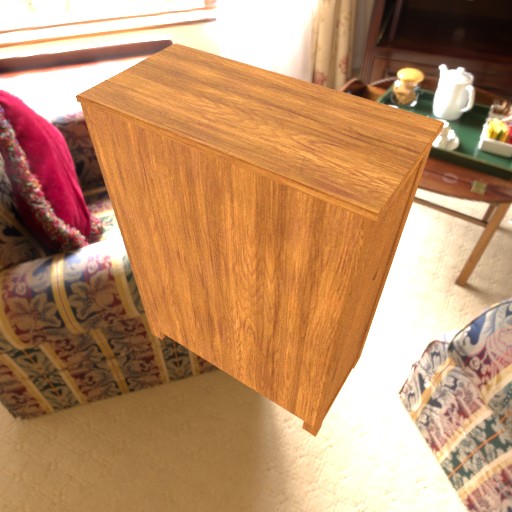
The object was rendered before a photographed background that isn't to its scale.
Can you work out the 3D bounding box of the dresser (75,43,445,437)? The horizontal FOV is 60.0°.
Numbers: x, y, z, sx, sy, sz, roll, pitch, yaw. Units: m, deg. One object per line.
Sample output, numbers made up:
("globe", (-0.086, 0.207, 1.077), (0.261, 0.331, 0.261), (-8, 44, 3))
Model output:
("dresser", (0.000, 0.000, 1.951), (1.081, 1.431, 0.558), (26, 52, 22))
